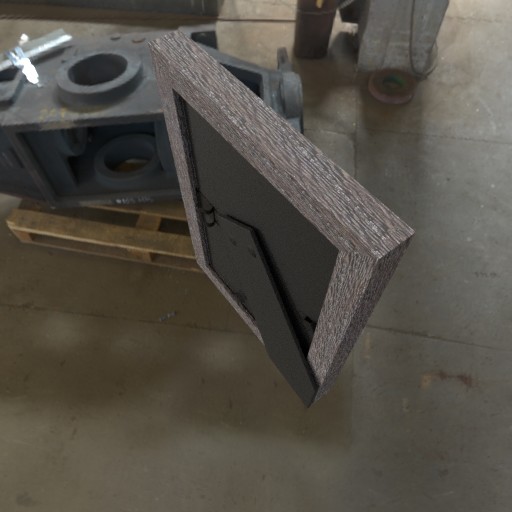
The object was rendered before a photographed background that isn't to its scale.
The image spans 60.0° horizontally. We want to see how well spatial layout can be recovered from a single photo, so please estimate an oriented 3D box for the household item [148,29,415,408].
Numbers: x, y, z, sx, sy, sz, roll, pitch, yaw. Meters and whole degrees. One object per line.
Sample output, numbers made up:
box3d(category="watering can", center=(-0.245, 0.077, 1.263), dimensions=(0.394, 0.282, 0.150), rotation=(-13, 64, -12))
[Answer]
box3d(category="household item", center=(0.000, 0.000, 0.236), dimensions=(0.020, 0.180, 0.133), rotation=(-33, 64, -19))
